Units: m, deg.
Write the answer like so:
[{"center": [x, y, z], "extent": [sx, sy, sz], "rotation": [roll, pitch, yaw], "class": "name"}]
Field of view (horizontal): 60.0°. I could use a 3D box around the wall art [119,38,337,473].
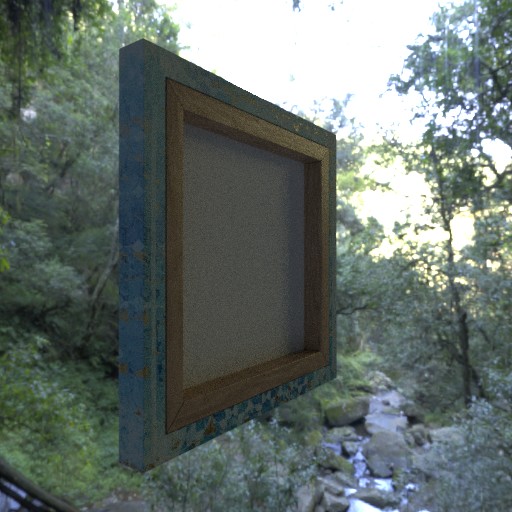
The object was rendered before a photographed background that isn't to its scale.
[{"center": [0.000, 0.000, 0.586], "extent": [0.037, 0.405, 0.405], "rotation": [0, 0, 36], "class": "wall art"}]
